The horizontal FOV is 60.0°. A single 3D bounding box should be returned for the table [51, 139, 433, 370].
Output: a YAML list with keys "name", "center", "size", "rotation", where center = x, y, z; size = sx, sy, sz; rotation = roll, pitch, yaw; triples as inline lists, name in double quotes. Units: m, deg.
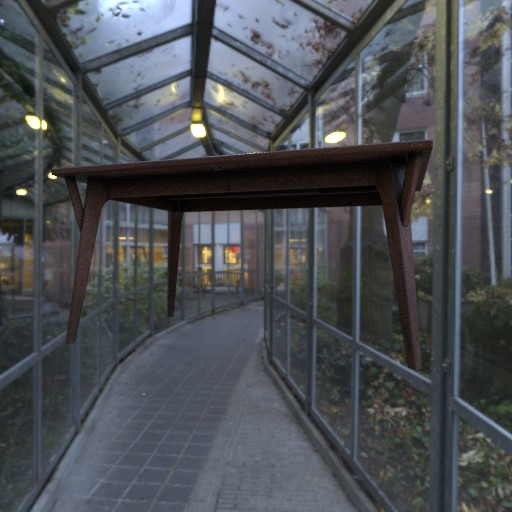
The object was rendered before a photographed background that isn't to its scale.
- name: "table"
  center: [0.000, 0.000, 2.133]
  size: [1.524, 0.761, 0.990]
  rotation: [0, 0, 18]
